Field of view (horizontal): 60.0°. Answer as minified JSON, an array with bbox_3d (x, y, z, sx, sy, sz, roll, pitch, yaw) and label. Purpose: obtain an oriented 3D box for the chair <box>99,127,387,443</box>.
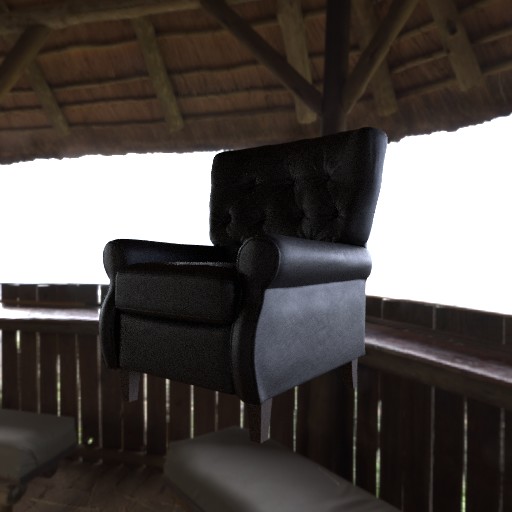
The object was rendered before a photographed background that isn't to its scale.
[{"bbox_3d":[0.000,0.000,1.918,0.948,1.158,1.058,0,0,36],"label":"chair"}]
